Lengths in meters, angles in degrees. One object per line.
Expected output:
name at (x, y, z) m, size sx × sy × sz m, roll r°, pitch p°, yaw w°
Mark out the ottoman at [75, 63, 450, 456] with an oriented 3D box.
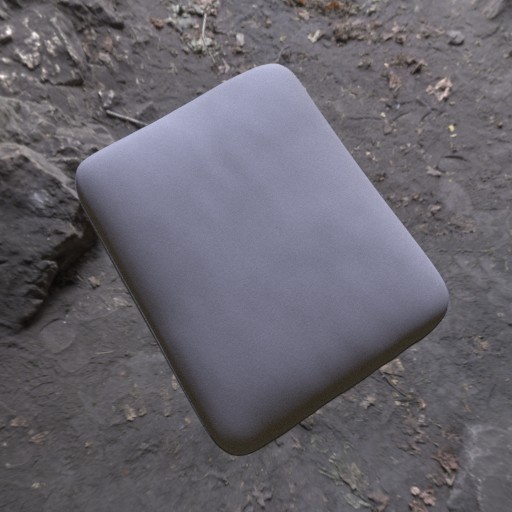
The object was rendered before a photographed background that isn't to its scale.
ottoman at (0.000, 0.000, 1.135) m, size 0.593 × 0.478 × 0.747 m, roll -31°, pitch 78°, yaw -7°
